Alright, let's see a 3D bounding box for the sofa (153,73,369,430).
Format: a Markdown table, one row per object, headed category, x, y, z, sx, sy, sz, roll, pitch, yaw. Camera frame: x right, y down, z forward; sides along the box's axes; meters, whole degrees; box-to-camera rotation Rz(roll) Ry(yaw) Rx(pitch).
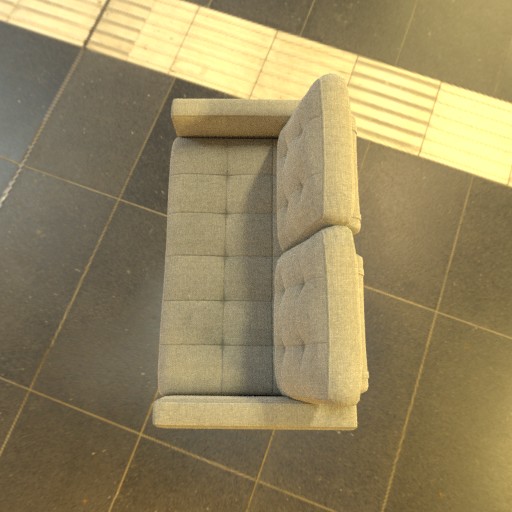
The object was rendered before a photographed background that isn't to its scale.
| category | x | y | z | sx | sy | sz | roll | pitch | yaw |
| --- | --- | --- | --- | --- | --- | --- | --- | --- | --- |
| sofa | 0.000 | 0.000 | 1.949 | 0.842 | 0.907 | 1.407 | 1 | 76 | 0 |
